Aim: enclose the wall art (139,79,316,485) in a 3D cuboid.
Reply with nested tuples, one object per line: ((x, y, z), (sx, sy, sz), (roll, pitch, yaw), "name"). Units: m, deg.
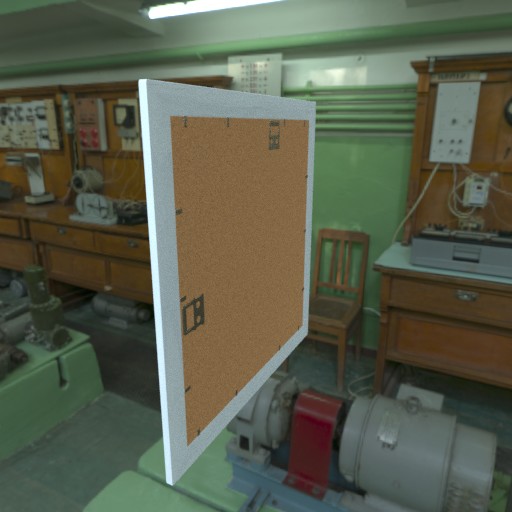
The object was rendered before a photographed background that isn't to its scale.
((0.000, 0.000, 0.851), (0.013, 0.584, 0.584), (8, 18, 26), "wall art")
